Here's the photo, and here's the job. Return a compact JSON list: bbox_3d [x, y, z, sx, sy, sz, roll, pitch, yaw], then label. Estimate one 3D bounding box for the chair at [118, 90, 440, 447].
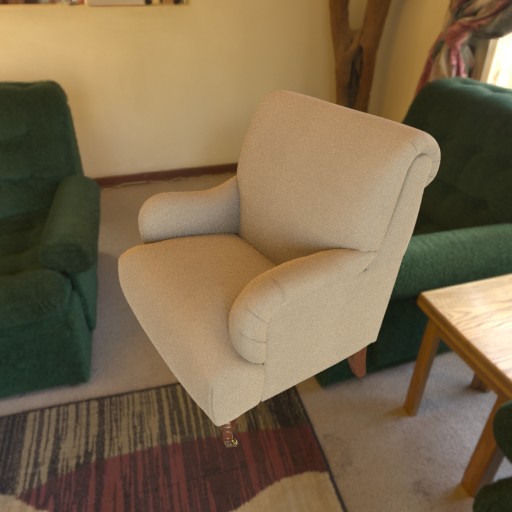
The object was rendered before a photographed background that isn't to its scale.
[{"bbox_3d":[0.000,0.000,1.554,0.842,0.942,0.766,-19,37,-28],"label":"chair"}]
